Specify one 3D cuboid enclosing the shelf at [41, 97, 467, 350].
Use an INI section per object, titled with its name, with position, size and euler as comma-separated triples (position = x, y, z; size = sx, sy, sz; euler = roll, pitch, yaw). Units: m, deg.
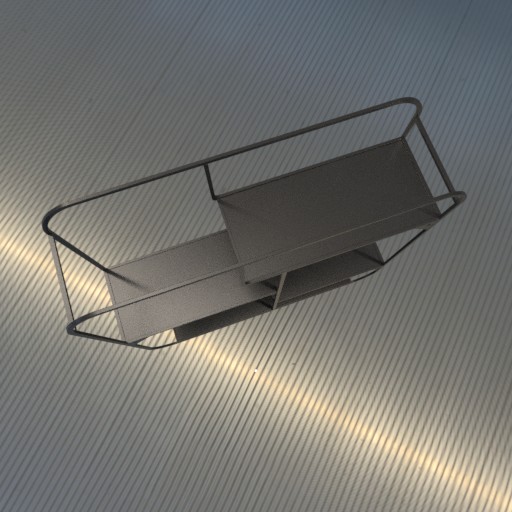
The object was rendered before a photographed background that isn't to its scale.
[shelf]
position = 0.000, 0.000, 0.884
size = 0.600, 0.600, 0.160
euler = -18, 76, -5
